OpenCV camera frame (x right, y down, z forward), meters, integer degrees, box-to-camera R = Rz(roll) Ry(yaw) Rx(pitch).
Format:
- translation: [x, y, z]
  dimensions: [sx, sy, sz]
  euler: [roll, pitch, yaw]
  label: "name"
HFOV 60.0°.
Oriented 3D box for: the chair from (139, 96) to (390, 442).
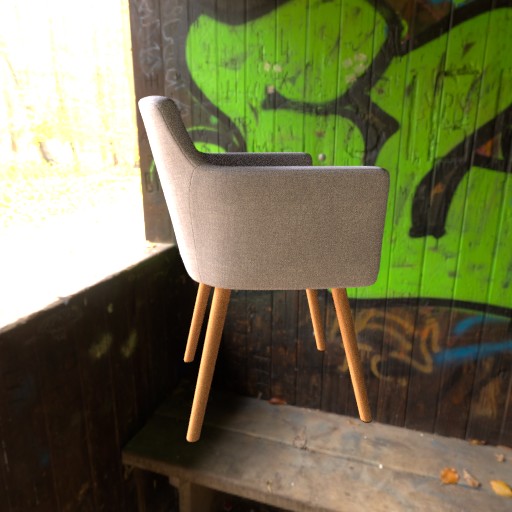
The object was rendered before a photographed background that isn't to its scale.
- translation: [0.000, 0.000, 1.160]
  dimensions: [0.540, 0.780, 0.570]
  euler: [-3, 16, -9]
  label: "chair"
